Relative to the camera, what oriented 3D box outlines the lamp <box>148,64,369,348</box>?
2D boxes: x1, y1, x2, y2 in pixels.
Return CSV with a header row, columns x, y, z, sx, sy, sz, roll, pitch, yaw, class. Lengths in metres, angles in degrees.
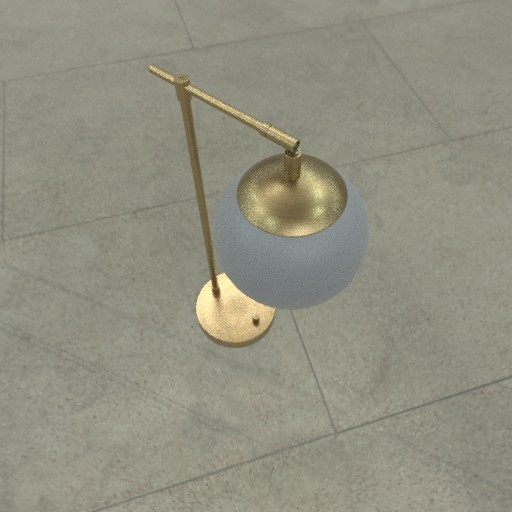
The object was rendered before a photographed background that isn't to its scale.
x,y,z,sx,sy,sz,roll,pitch,yaw,class
0.000,0.000,0.714,0.324,0.559,0.207,34,64,19,lamp
